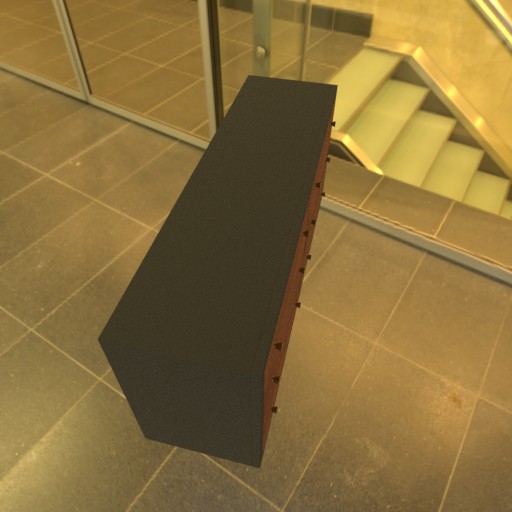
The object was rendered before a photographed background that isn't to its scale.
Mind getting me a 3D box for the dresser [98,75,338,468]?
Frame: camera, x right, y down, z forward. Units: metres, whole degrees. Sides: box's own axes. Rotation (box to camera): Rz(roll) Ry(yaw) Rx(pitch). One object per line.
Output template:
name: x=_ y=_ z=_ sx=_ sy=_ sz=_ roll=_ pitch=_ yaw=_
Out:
dresser: x=0.000 y=0.000 z=1.948 sx=0.463 sy=0.872 sz=1.558 roll=10 pitch=48 yaw=9
